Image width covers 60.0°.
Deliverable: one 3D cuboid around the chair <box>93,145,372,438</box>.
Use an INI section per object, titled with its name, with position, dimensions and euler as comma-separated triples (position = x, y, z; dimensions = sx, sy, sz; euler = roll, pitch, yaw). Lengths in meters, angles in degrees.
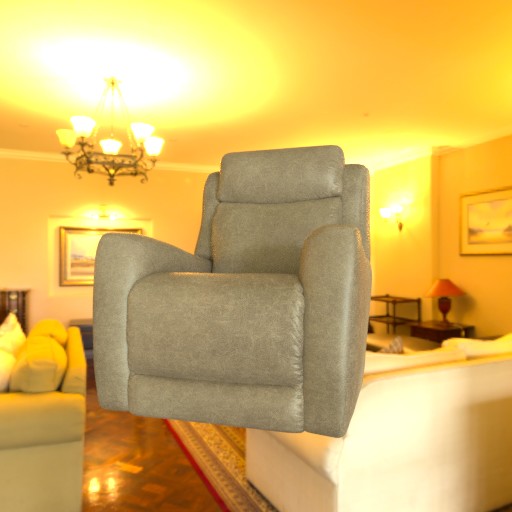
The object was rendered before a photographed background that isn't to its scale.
[chair]
position = 0.000, 0.000, 1.920
dimensions = 0.967, 1.116, 1.068
euler = 0, -1, 18
